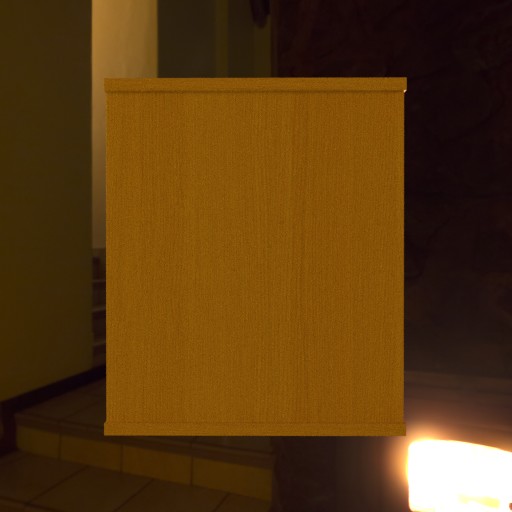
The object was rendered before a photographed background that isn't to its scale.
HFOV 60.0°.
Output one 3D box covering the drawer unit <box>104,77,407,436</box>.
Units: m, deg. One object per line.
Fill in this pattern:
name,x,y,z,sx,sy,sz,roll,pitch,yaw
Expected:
drawer unit,0.000,0.000,0.600,0.290,0.344,0.349,0,0,0
